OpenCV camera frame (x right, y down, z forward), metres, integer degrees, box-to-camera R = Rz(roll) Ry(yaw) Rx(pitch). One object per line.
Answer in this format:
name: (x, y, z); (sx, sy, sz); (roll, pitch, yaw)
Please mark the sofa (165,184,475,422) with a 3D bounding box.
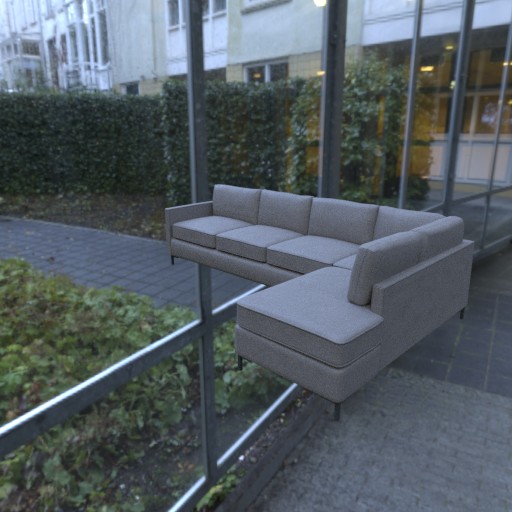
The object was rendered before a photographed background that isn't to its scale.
sofa: (0.000, 0.000, 4.259); (3.331, 0.964, 2.077); (15, 22, 42)
